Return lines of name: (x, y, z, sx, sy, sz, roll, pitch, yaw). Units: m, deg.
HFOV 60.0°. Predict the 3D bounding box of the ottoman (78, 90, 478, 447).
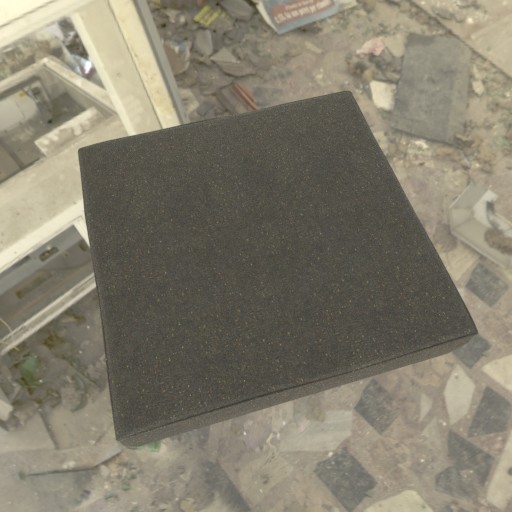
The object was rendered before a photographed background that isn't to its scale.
ottoman: (0.000, 0.000, 1.504, 1.004, 0.382, 0.968, -14, 64, -7)
